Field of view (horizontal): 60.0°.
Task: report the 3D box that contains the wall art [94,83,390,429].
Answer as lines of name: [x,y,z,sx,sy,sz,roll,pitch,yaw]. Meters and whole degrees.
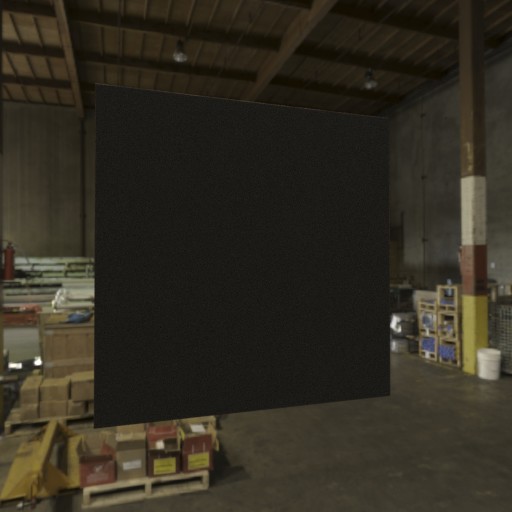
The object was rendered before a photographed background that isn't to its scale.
wall art: [0.000,0.000,1.114,0.762,0.762,0.038,0,-1,-18]
